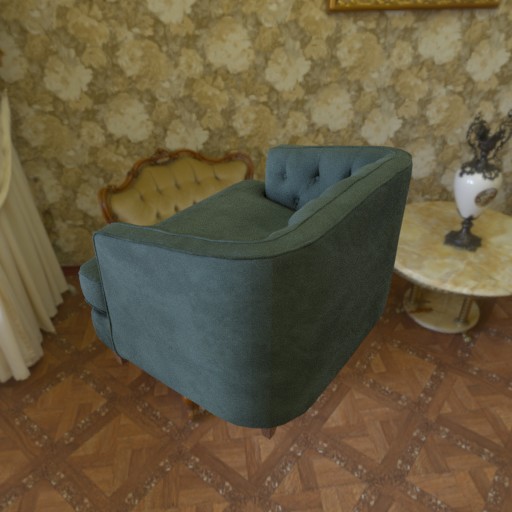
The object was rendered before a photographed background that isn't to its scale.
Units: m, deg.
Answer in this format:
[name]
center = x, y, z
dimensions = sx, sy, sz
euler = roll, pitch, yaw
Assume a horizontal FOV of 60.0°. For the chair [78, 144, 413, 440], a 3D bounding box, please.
[chair]
center = 0.000, 0.000, 1.811
dimensions = 0.941, 0.852, 1.104
euler = 22, 39, 30
